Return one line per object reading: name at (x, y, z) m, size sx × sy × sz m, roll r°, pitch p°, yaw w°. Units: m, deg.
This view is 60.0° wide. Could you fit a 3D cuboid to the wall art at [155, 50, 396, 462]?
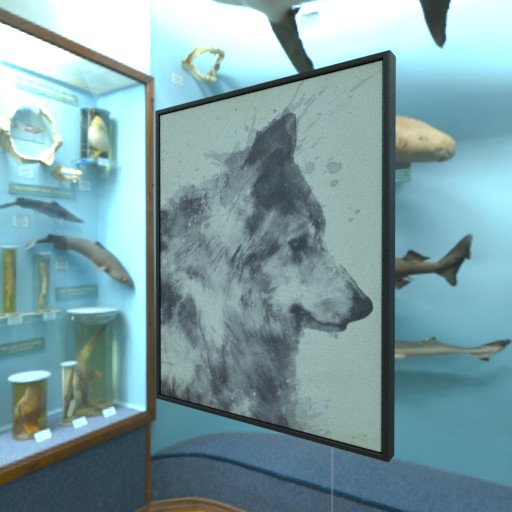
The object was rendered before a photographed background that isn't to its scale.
wall art at (0.000, 0.000, 0.731) m, size 0.451 × 0.551 × 0.028 m, roll 1°, pitch 1°, yaw 35°
